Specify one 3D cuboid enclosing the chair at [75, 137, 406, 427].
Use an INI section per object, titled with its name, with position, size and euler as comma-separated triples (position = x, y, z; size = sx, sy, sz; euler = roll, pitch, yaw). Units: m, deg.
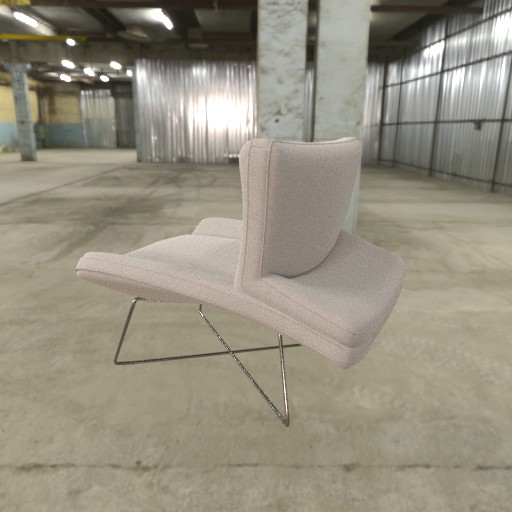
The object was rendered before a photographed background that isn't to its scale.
[chair]
position = 0.000, 0.000, 1.655
size = 1.008, 0.855, 0.859
euler = 8, 17, 26
